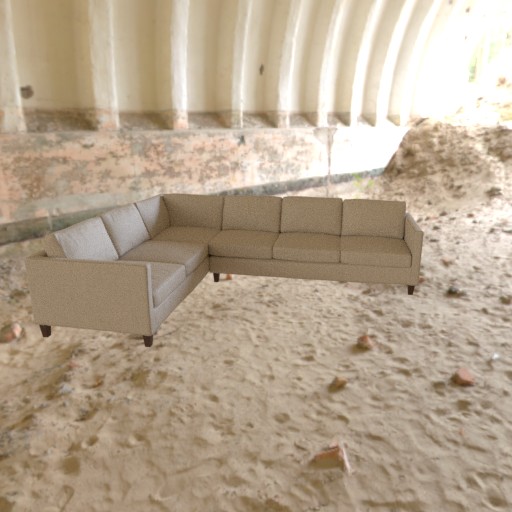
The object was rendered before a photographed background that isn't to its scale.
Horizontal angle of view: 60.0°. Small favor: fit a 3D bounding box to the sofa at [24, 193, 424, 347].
[{"bbox_3d":[0.000,0.000,4.316,3.182,0.863,2.432,3,17,10],"label":"sofa"}]
